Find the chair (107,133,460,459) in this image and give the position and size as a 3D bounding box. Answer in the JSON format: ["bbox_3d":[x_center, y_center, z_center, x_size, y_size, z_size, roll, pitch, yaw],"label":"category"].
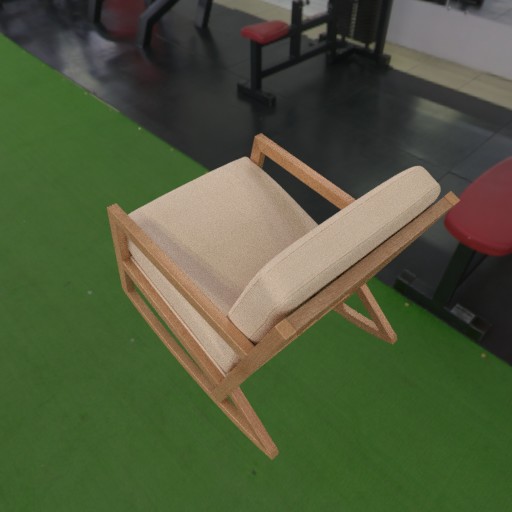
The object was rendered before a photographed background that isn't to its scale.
[{"bbox_3d":[0.000,0.000,1.428,0.622,0.790,0.857,-33,54,-28],"label":"chair"}]
